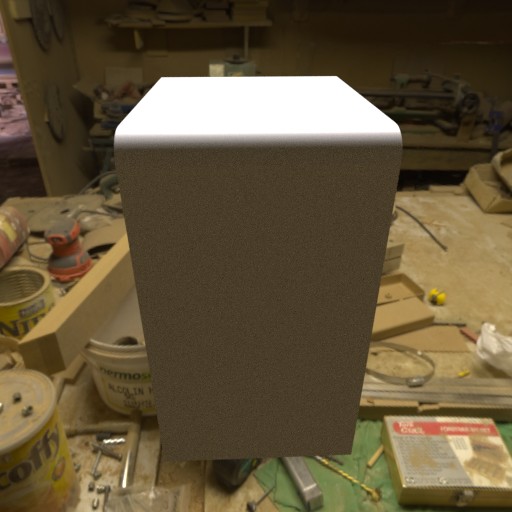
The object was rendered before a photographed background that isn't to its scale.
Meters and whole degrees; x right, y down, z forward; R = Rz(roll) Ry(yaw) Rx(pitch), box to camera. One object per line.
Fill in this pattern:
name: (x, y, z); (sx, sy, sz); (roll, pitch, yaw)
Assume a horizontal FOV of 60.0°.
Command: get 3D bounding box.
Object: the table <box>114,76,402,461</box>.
table: (0.000, 0.000, 0.851); (0.350, 0.590, 0.450); (-1, 30, -2)
